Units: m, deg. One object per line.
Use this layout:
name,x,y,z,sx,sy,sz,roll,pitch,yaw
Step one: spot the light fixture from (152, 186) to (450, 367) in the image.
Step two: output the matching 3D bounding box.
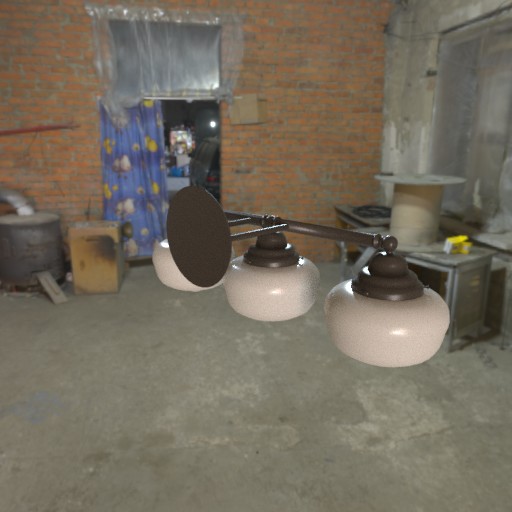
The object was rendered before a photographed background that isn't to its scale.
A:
light fixture,0.000,0.000,0.714,0.587,0.242,0.239,14,20,43
